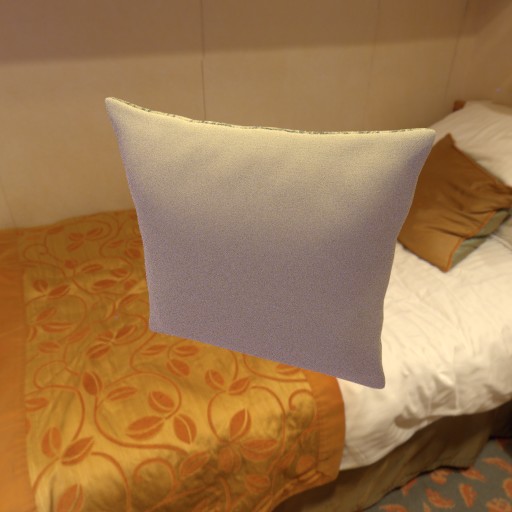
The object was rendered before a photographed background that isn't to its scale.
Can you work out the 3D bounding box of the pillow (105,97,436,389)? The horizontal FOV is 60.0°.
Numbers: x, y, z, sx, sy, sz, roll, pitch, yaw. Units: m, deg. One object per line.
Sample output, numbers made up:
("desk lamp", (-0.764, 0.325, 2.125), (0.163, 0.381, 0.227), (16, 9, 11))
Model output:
("pillow", (0.000, 0.000, 0.793), (0.523, 0.510, 0.166), (11, 34, 17))
